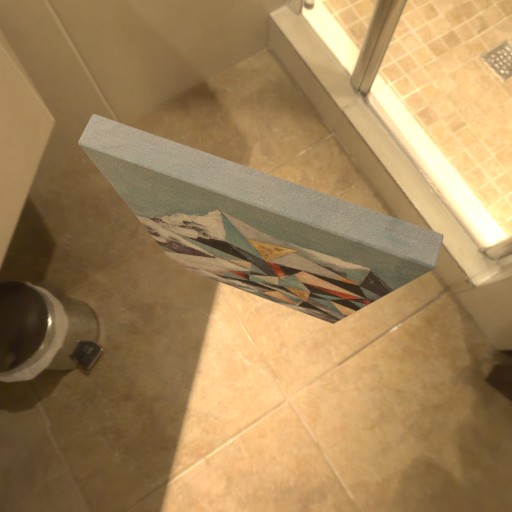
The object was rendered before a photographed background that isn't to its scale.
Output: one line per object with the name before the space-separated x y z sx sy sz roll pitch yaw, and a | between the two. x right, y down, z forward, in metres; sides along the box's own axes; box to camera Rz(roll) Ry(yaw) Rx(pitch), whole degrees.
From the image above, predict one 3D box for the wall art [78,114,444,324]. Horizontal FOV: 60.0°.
wall art | 0.000 0.000 1.154 0.609 0.911 0.061 20 77 5
